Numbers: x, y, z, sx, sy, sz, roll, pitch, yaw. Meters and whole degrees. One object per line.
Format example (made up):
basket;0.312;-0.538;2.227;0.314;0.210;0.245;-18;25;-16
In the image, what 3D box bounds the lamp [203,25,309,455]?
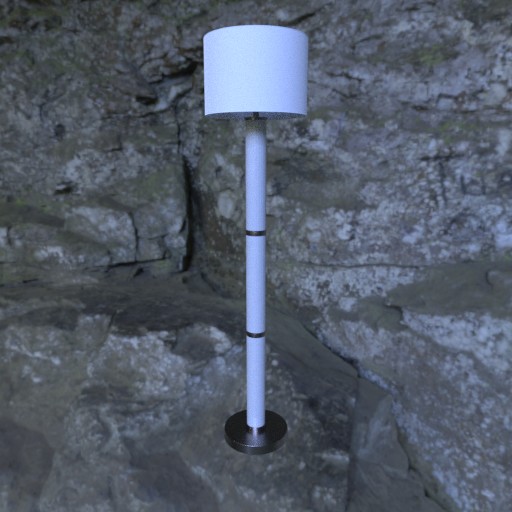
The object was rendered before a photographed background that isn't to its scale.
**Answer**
lamp;0.000;0.000;1.764;0.377;1.599;0.377;12;18;43
